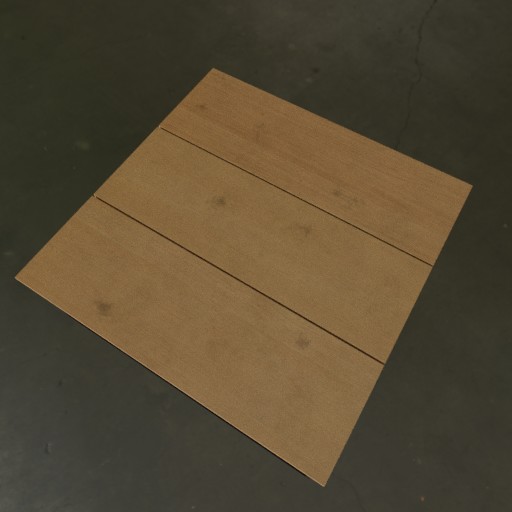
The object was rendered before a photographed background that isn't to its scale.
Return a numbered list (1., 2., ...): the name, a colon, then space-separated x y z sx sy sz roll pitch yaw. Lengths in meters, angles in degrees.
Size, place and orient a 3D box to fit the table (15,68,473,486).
1. table: 0.000 0.000 1.648 1.100 0.400 1.100 29 67 14
